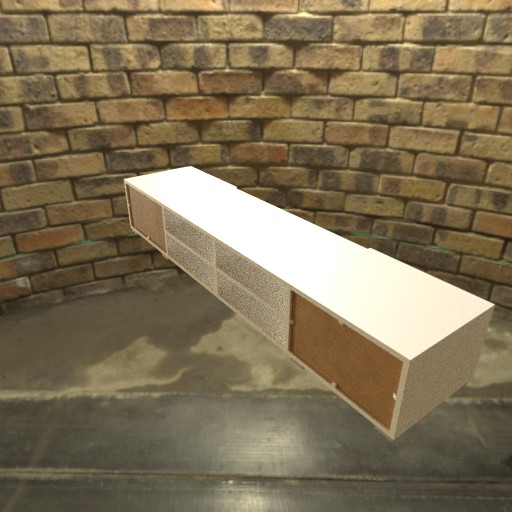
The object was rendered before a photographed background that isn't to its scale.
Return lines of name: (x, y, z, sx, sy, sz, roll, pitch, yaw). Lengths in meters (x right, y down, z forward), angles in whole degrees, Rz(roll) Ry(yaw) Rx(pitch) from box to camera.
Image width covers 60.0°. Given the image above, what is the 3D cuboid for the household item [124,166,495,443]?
household item: (0.000, 0.000, 1.954, 0.420, 0.310, 1.850, -19, 33, -32)
